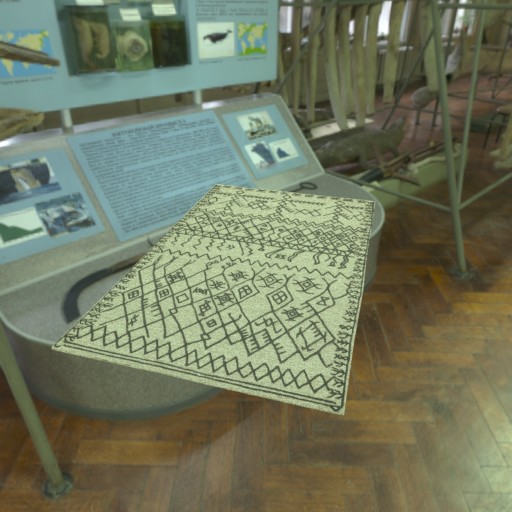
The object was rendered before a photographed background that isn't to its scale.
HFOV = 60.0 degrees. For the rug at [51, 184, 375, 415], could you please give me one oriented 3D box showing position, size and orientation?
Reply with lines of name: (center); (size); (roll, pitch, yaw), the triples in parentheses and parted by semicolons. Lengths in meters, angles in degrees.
rug: (0.000, 0.000, 4.928); (2.393, 0.019, 3.824); (8, 31, 14)
